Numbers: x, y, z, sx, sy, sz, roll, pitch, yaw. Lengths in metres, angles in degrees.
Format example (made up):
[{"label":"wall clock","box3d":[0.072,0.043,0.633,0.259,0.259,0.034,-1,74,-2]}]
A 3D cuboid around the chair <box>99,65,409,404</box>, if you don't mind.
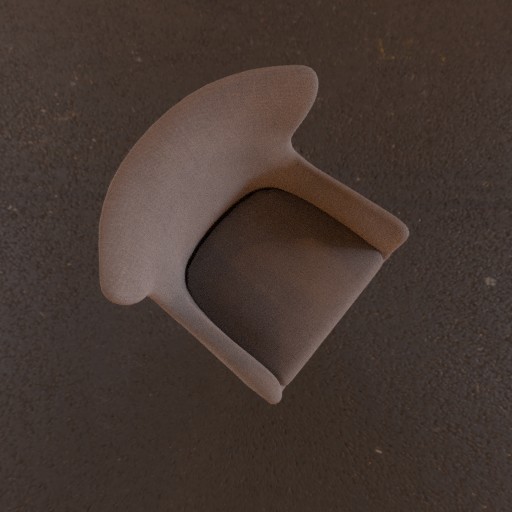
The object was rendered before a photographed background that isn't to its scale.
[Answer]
[{"label":"chair","box3d":[0.000,0.000,1.450,0.677,0.948,0.732,39,79,9]}]
